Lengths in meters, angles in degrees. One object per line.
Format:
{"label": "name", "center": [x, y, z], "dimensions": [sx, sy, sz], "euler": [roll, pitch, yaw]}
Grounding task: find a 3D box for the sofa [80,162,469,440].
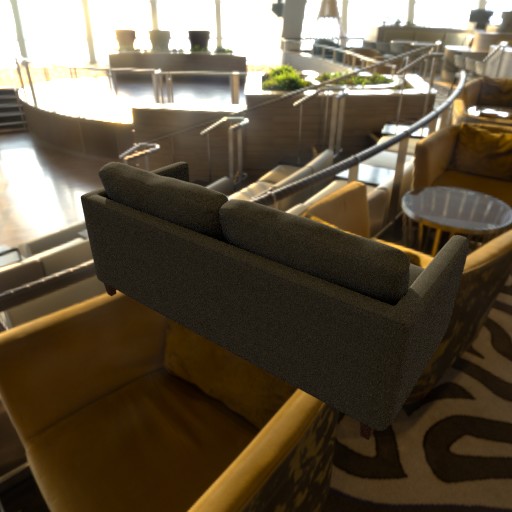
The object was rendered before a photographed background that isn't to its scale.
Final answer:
{"label": "sofa", "center": [0.000, 0.000, 2.743], "dimensions": [2.208, 0.965, 0.948], "euler": [21, 36, 32]}
